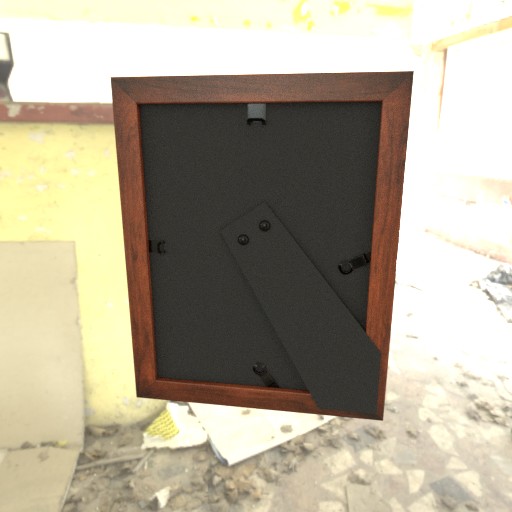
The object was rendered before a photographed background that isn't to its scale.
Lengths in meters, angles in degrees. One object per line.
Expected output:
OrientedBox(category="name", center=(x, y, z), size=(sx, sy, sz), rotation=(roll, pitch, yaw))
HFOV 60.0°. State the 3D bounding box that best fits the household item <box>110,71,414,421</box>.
OrientedBox(category="household item", center=(0.000, 0.000, 0.329), size=(0.200, 0.250, 0.020), rotation=(2, 16, 9))
